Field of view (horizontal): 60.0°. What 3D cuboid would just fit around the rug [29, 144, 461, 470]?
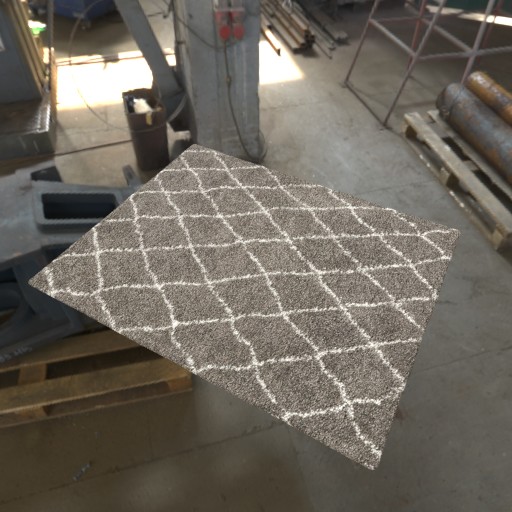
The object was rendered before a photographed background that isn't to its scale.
[{"bbox_3d":[0.000,0.000,3.939,3.047,0.029,2.438,22,50,20],"label":"rug"}]
